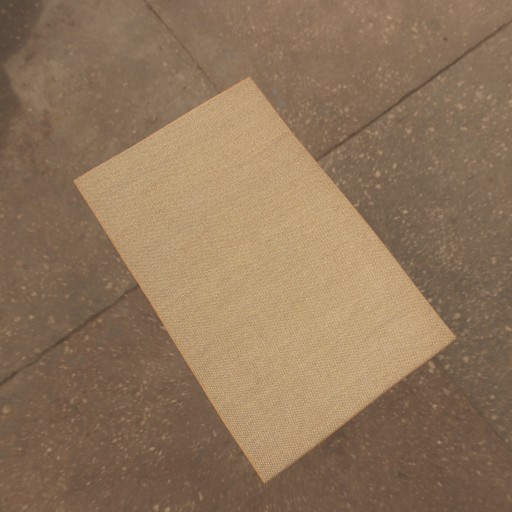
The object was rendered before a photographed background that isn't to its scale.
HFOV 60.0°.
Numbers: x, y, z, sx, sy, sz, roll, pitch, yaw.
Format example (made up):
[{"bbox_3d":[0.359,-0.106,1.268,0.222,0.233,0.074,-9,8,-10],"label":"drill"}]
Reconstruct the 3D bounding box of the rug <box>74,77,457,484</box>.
[{"bbox_3d":[0.000,0.000,2.113,1.078,0.013,1.678,-34,78,-8],"label":"rug"}]
